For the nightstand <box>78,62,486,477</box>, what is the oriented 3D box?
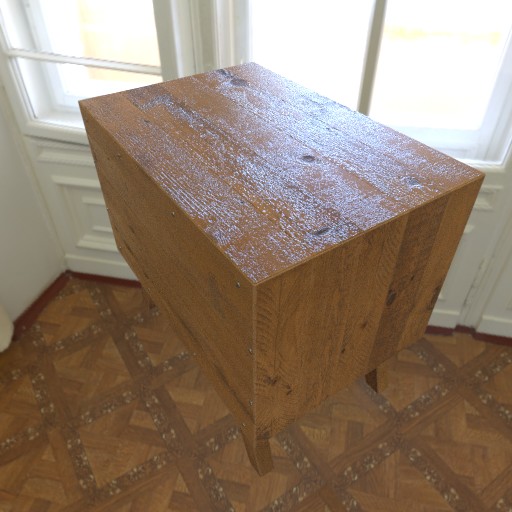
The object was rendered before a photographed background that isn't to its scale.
[{"bbox_3d":[0.000,0.000,1.000,0.450,0.599,0.650,-24,46,-25],"label":"nightstand"}]
